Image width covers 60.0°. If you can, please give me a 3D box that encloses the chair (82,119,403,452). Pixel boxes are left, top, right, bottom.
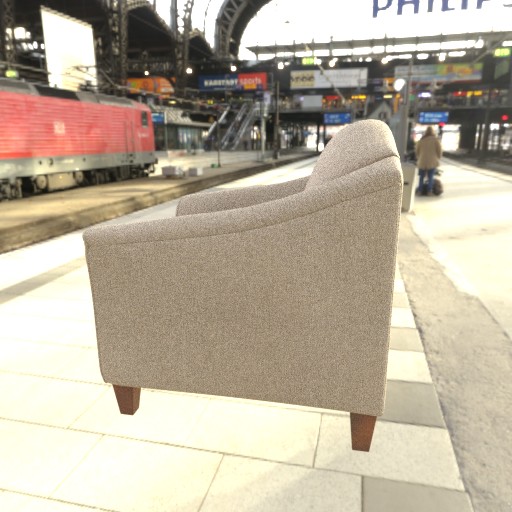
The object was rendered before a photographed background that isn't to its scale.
[{"bbox_3d":[0.000,0.000,1.432,0.787,0.839,0.763,3,15,11],"label":"chair"}]
